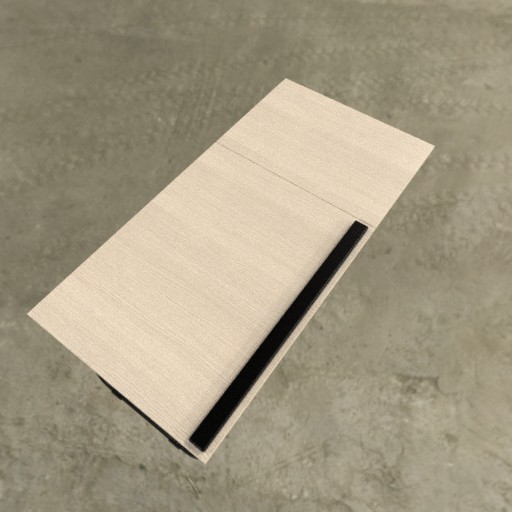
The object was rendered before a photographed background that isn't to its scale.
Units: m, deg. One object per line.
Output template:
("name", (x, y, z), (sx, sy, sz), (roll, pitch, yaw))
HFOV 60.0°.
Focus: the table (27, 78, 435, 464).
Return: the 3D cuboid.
("table", (0.000, 0.000, 0.797), (0.322, 0.242, 0.644), (32, 63, 18))
